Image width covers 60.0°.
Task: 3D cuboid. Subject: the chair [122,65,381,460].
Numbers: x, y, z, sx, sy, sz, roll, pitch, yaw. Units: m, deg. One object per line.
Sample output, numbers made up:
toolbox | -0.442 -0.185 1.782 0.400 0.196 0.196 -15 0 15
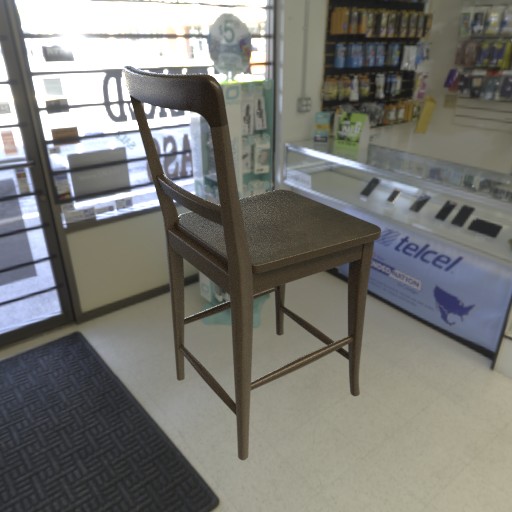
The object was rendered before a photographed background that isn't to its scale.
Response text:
chair | 0.000 0.000 1.252 0.546 0.991 0.450 -17 31 -31
